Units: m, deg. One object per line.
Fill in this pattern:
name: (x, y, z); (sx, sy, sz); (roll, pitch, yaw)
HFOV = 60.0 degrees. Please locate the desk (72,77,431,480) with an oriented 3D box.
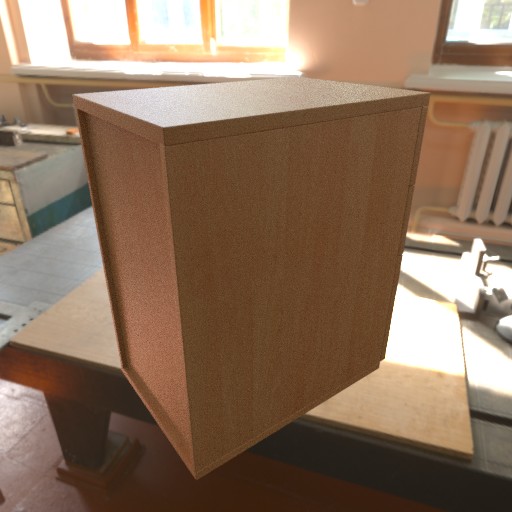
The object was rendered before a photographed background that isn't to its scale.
desk: (0.000, 0.000, 1.051); (0.600, 0.730, 0.404); (-19, 33, -32)
